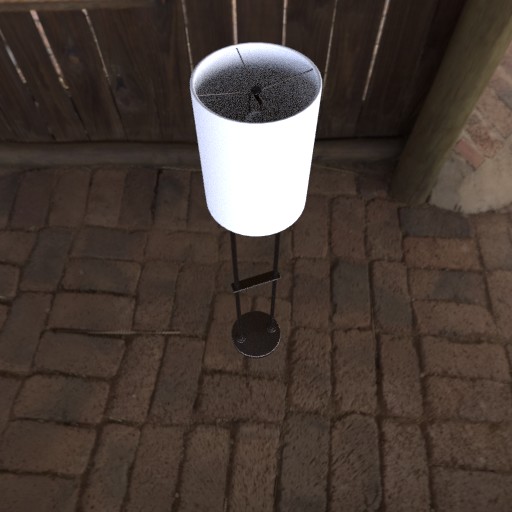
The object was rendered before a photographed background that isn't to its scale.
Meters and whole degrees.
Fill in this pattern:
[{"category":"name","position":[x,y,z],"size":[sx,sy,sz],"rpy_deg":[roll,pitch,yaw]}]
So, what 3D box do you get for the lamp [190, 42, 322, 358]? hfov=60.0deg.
[{"category":"lamp","position":[0.000,0.000,1.656],"size":[0.306,1.500,0.305],"rpy_deg":[-17,59,-11]}]
